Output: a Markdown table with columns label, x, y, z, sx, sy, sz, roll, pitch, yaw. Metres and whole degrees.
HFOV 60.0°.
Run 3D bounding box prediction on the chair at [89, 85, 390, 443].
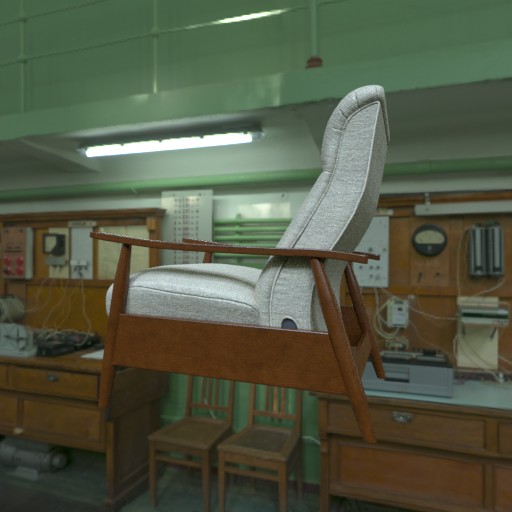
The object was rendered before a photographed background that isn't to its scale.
| label | x | y | z | sx | sy | sz | roll | pitch | yaw |
| --- | --- | --- | --- | --- | --- | --- | --- | --- | --- |
| chair | 0.000 | 0.000 | 1.782 | 1.014 | 1.082 | 0.762 | 0 | 0 | 18 |
